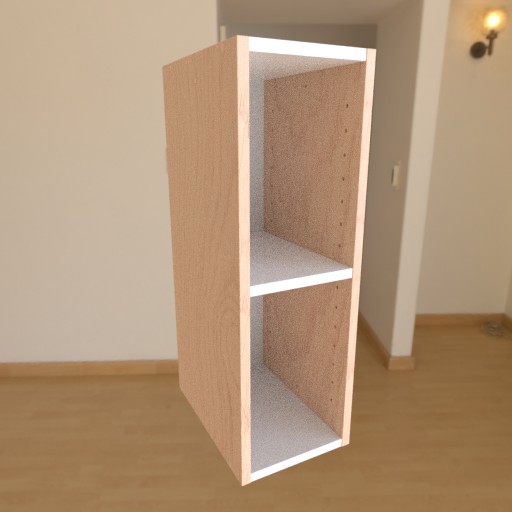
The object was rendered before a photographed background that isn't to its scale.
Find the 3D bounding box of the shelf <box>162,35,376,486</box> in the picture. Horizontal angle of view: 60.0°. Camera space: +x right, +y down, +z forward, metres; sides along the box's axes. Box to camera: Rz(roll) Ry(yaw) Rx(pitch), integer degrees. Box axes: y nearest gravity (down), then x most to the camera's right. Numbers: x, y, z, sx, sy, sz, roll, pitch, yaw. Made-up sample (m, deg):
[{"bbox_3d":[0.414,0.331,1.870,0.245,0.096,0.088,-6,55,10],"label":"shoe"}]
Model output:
[{"bbox_3d":[0.000,0.000,0.731,0.200,0.600,0.290,-8,18,-26],"label":"shelf"}]
